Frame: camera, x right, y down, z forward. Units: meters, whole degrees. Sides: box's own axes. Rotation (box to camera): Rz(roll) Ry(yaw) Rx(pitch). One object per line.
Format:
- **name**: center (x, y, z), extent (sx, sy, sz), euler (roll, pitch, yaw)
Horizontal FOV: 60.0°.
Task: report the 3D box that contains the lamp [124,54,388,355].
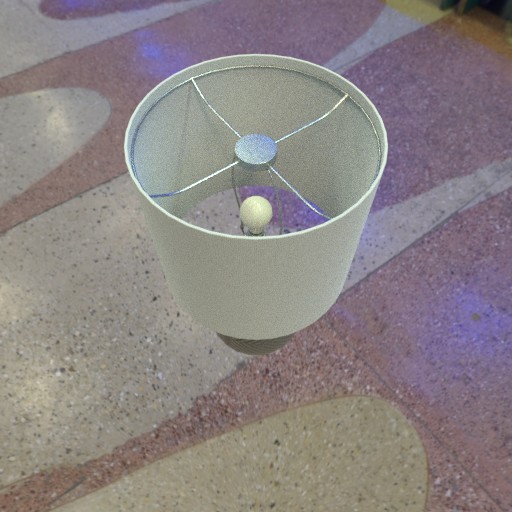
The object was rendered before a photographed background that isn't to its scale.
- **lamp**: center (0.000, 0.000, 0.505), extent (0.207, 0.366, 0.207), euler (-31, 63, -18)
